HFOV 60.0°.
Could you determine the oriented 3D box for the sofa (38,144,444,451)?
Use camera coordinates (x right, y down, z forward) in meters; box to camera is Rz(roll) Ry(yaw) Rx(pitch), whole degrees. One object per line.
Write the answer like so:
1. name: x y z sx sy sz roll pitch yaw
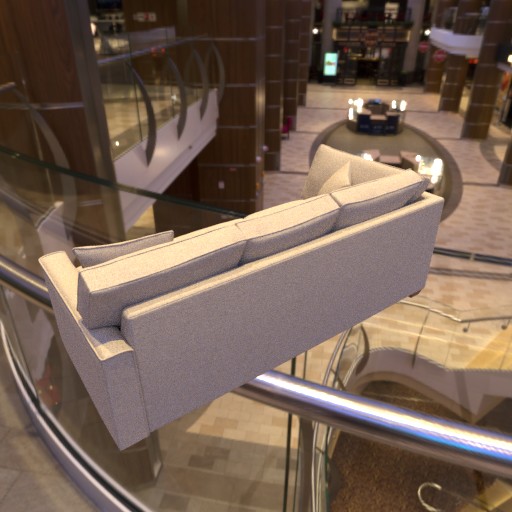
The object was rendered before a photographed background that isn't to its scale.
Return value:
1. sofa: 0.000 0.000 2.795 2.317 0.962 1.061 -20 35 -31
